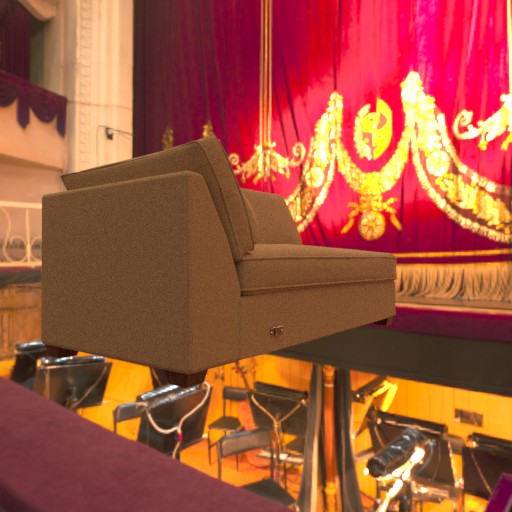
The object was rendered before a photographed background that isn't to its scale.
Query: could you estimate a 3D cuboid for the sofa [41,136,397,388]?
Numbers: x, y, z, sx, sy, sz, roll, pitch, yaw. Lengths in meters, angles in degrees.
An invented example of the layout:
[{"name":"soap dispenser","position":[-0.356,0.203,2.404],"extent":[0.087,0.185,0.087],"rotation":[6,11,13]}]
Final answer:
[{"name":"sofa","position":[0.000,0.000,2.831],"extent":[1.110,1.033,2.237],"rotation":[0,-1,37]}]
